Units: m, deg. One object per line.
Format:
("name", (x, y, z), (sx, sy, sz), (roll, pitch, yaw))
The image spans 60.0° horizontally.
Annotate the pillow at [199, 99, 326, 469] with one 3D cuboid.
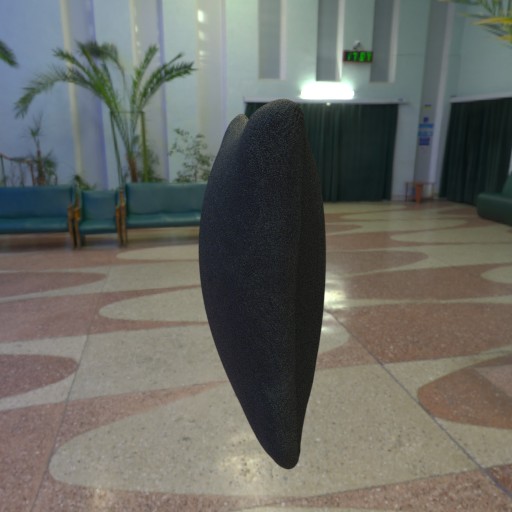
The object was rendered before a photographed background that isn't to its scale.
("pillow", (0.000, 0.000, 0.818), (0.210, 0.523, 0.533), (-2, 15, -9))
